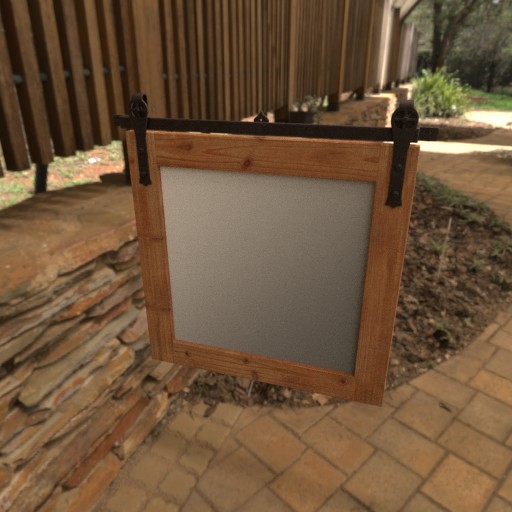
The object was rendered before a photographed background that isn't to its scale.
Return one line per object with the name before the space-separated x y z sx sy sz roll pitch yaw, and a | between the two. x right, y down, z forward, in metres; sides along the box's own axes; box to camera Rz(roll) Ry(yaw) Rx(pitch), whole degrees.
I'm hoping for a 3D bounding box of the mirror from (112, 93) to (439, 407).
mirror | 0.000 0.000 1.174 0.805 0.800 0.054 7 25 16
